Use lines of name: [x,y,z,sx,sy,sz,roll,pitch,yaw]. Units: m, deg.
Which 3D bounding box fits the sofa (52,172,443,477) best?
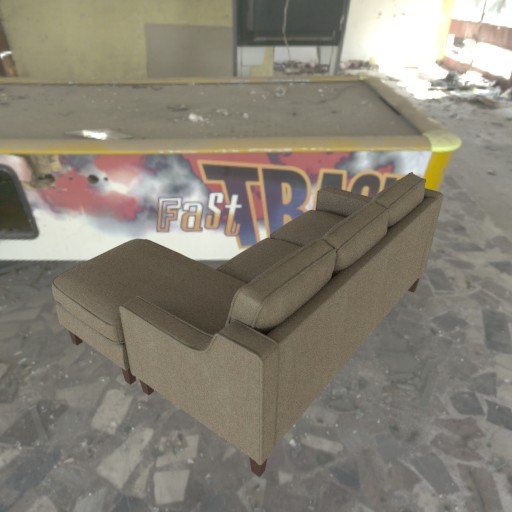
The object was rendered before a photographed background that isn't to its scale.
sofa: [0.000,0.000,3.284,1.858,1.081,2.317,22,37,32]
